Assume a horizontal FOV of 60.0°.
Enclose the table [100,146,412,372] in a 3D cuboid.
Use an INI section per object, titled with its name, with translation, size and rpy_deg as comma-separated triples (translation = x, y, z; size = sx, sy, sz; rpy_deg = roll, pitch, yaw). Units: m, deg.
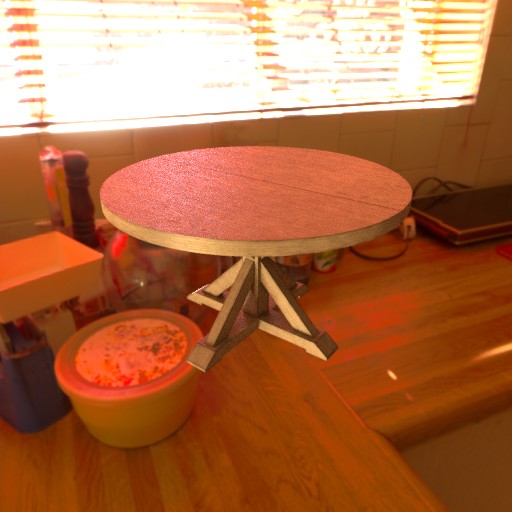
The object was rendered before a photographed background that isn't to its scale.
[table]
translation = 0.000, 0.000, 2.194
size = 1.363, 0.781, 1.363
rpy_deg = 0, 26, 0
